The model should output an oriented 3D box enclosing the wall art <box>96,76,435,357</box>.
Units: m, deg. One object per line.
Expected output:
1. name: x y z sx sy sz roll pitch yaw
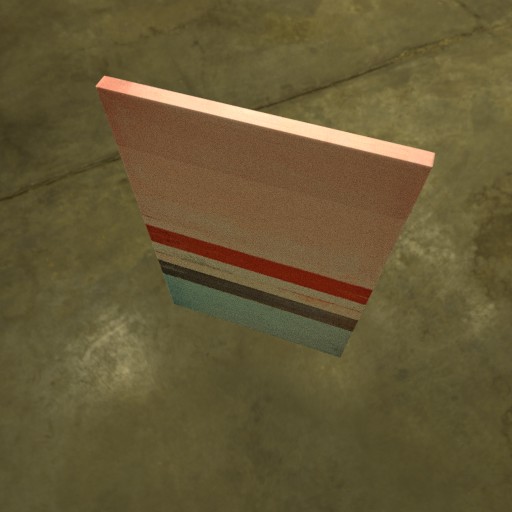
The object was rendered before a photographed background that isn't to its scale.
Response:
1. wall art: 0.000 0.000 1.158 0.610 0.914 0.038 16 60 10
